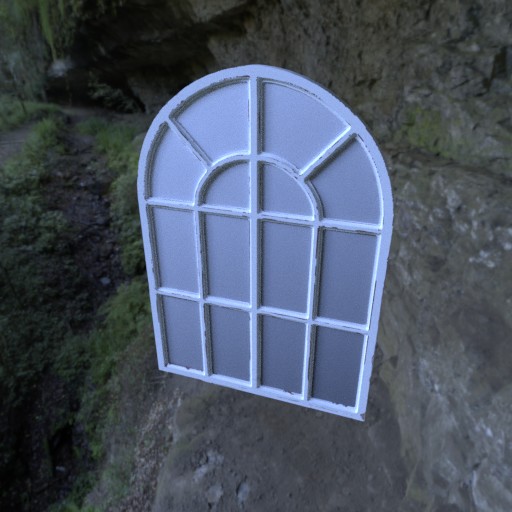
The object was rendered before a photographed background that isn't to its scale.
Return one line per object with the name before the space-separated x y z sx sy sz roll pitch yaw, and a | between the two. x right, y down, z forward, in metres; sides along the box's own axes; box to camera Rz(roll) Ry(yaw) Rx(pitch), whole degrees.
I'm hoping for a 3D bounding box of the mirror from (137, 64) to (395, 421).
mirror | 0.000 0.000 1.160 0.660 0.920 0.032 9 27 17
